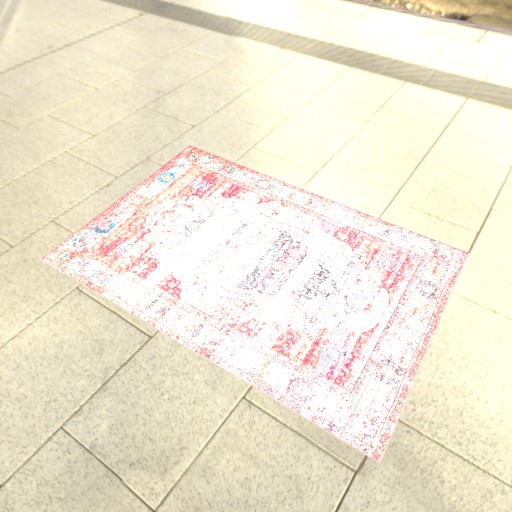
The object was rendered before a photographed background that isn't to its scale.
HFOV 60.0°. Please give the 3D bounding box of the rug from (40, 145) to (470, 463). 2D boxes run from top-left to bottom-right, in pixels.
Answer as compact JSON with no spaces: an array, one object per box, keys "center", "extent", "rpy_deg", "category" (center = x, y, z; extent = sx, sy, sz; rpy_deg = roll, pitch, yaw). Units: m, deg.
[{"center":[0.000,0.000,2.262],"extent":[1.829,0.006,1.219],"rpy_deg":[25,52,21],"category":"rug"}]
